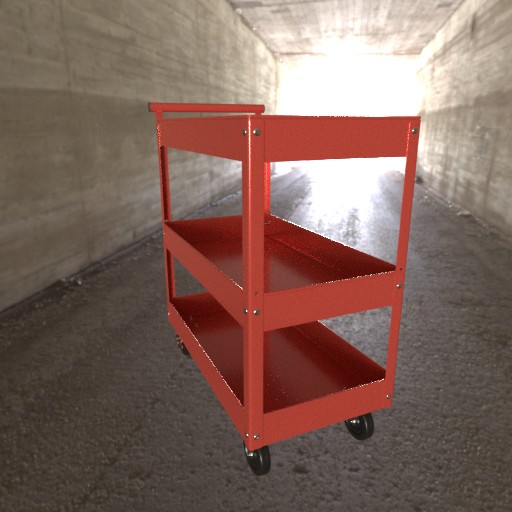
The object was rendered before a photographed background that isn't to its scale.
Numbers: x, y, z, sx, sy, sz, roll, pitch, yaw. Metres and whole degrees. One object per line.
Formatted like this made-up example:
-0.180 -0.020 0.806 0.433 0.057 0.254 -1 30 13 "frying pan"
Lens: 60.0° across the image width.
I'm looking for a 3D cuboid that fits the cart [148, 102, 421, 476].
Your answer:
0.000 0.000 1.158 0.366 0.780 0.719 -7 18 -23 "cart"
